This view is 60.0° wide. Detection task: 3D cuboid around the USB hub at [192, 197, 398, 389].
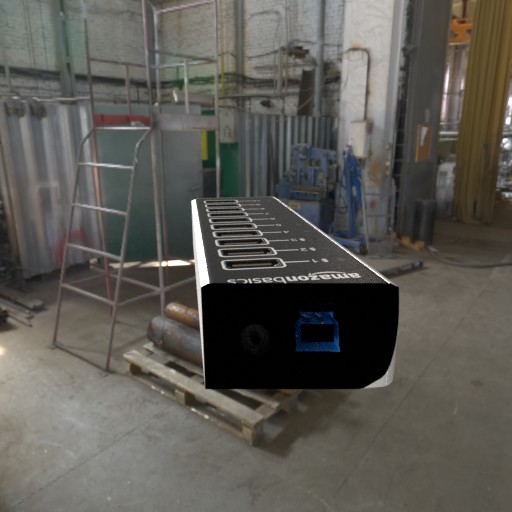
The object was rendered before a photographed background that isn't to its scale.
[{"bbox_3d":[0.000,0.000,0.164,0.044,0.023,0.145,-2,16,-9],"label":"USB hub"}]
